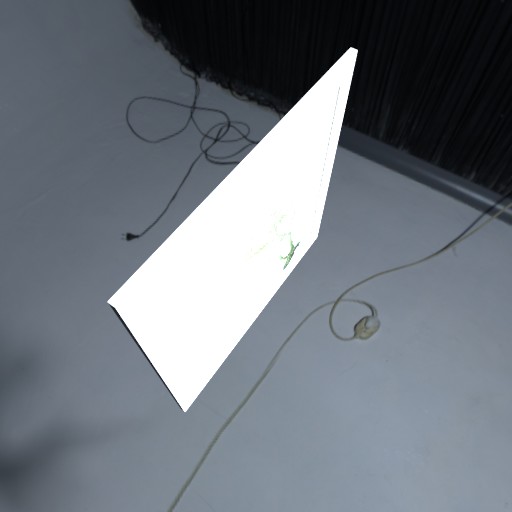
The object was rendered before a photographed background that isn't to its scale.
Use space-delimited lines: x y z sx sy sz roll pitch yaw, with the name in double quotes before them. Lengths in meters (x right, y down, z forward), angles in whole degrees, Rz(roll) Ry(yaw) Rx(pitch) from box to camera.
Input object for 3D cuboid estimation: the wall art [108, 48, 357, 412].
"wall art" 0.000 0.000 0.891 0.013 0.584 0.584 31 64 17
